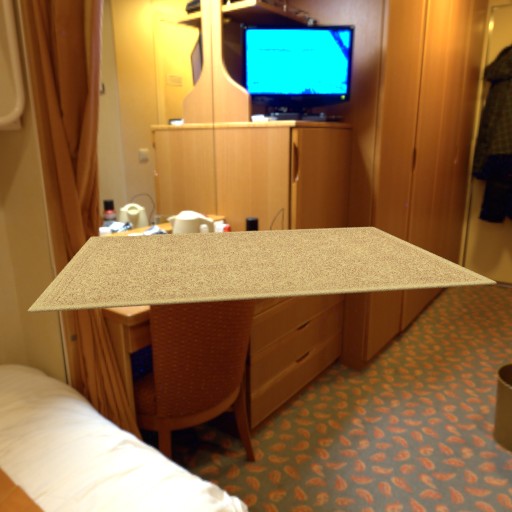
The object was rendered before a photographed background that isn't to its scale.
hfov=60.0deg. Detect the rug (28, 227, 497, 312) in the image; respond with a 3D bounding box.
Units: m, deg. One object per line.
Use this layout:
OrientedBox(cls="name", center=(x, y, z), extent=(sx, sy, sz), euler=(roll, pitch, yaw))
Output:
OrientedBox(cls="rug", center=(0.000, 0.000, 2.272), extent=(1.829, 0.010, 1.219), euler=(-3, 15, -10))
